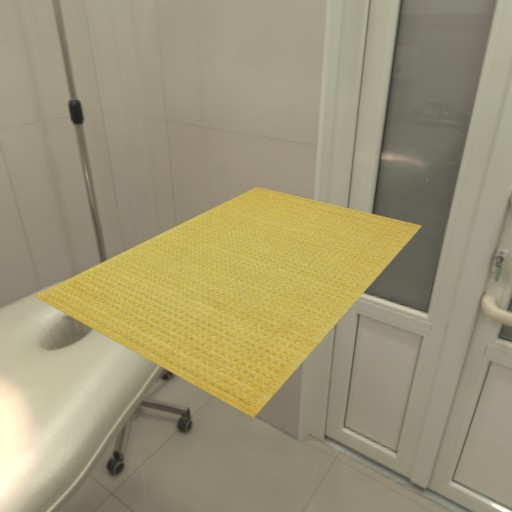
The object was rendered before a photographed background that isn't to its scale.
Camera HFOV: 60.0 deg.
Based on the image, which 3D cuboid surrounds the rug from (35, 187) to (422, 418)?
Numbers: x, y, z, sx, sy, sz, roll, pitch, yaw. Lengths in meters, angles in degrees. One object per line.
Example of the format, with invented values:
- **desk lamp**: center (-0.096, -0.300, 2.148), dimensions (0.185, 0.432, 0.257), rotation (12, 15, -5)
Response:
- **rug**: center (0.000, 0.000, 3.829), dimensions (1.981, 0.006, 2.895), rotation (18, 33, 30)
